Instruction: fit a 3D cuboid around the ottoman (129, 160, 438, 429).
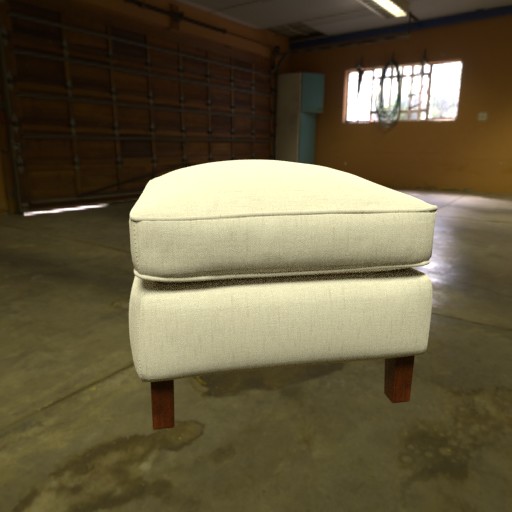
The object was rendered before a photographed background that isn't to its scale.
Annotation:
[{"bbox_3d":[0.000,0.000,0.964,0.501,0.406,0.665,-3,14,-10],"label":"ottoman"}]
